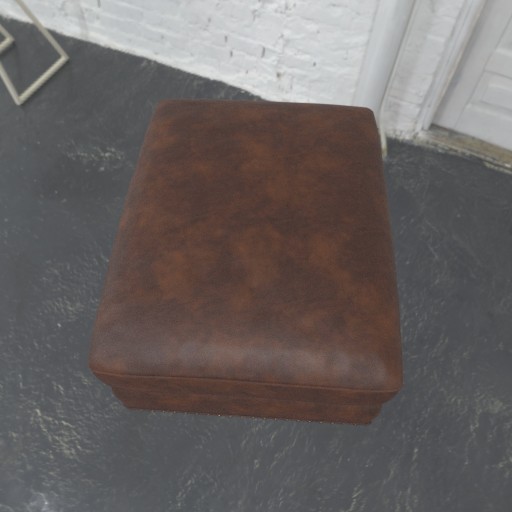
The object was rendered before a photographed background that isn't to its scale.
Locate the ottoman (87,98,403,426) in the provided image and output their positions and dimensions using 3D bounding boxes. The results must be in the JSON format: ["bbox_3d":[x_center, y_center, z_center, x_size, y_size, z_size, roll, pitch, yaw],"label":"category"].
[{"bbox_3d":[0.000,0.000,1.117,0.586,0.486,0.742,3,58,2],"label":"ottoman"}]
